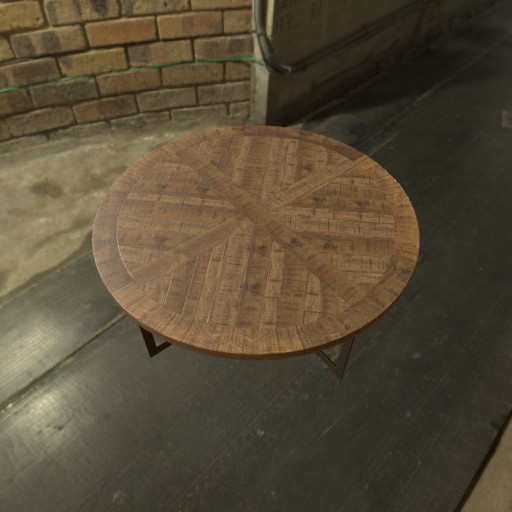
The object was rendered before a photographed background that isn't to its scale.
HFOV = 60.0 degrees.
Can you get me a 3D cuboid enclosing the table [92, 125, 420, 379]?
[{"bbox_3d":[0.000,0.000,1.949,1.264,0.516,1.264,0,48,0],"label":"table"}]
